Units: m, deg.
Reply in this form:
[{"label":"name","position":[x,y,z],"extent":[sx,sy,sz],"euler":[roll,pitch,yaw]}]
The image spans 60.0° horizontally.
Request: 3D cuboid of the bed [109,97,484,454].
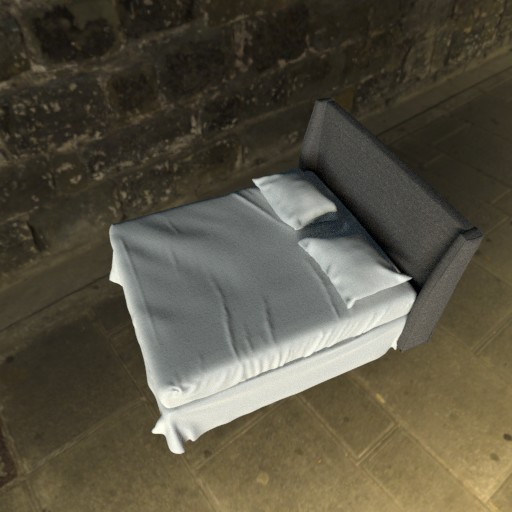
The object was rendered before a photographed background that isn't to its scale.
[{"label":"bed","position":[0.000,0.000,3.476],"extent":[2.276,1.332,1.925],"euler":[-18,50,-16]}]
